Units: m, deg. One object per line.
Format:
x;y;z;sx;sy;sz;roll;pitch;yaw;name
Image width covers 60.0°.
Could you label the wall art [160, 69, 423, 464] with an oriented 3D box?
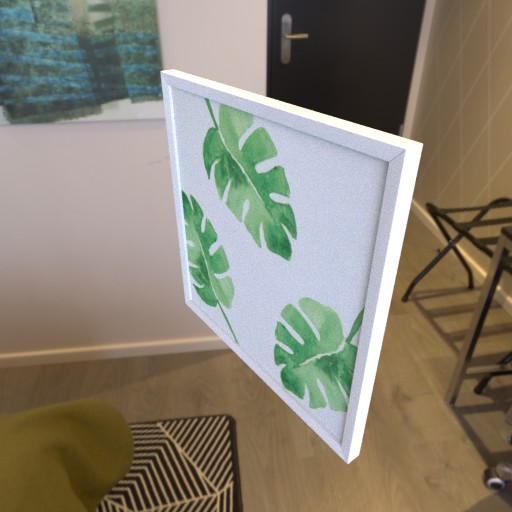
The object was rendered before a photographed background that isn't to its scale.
0.000;0.000;1.103;0.040;0.762;0.762;-22;39;-31;wall art
